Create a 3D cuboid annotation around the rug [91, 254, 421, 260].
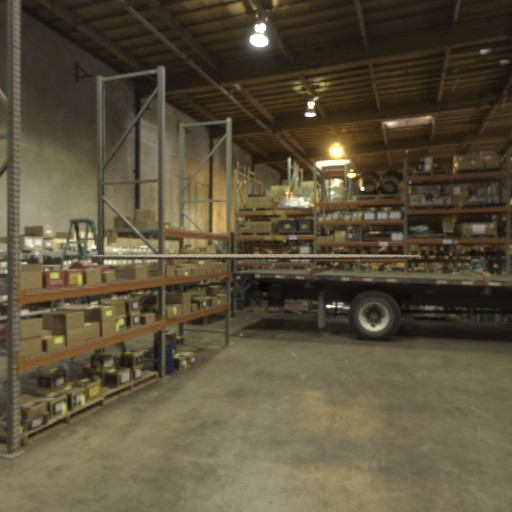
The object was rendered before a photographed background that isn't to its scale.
[{"bbox_3d":[0.000,0.000,2.291,1.598,0.010,1.598,0,1,0],"label":"rug"}]
